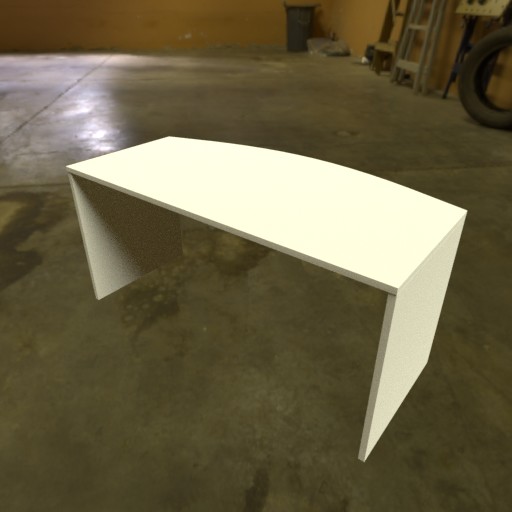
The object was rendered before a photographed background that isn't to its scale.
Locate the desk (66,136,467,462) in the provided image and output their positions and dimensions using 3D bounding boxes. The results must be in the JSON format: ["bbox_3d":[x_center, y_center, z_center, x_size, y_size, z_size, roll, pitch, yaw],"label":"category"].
[{"bbox_3d":[0.000,0.000,2.080,1.600,0.750,0.802,22,37,32],"label":"desk"}]
